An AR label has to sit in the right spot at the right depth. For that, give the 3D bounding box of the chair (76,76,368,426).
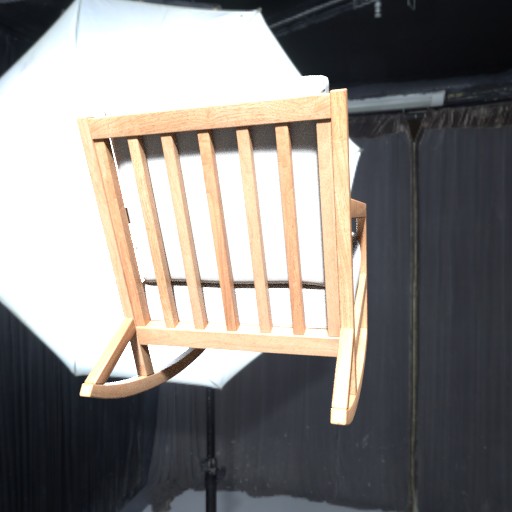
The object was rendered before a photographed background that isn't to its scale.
[{"bbox_3d":[0.000,0.000,1.356,0.622,0.790,0.857,0,0,17],"label":"chair"}]
